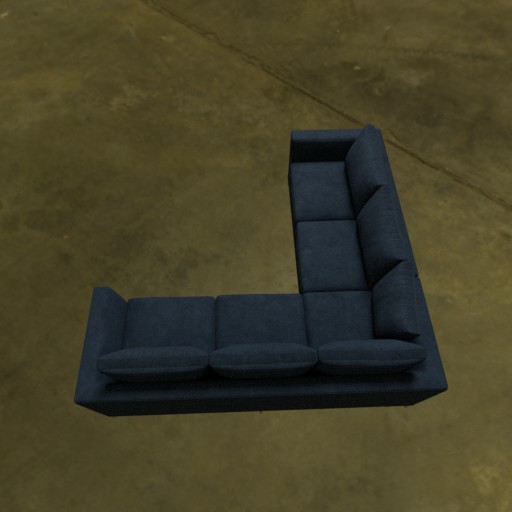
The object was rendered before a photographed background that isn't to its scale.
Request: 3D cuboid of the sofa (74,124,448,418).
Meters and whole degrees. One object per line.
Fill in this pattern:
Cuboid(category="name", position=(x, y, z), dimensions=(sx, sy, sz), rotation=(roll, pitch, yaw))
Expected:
Cuboid(category="sofa", position=(0.000, 0.000, 3.755), dimensions=(2.463, 0.988, 2.472), rotation=(-2, 58, -1))
